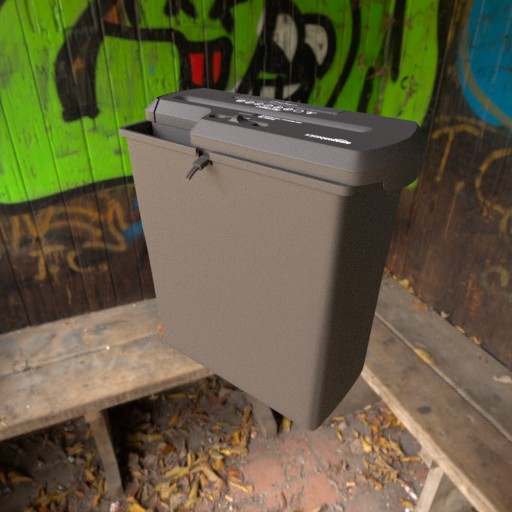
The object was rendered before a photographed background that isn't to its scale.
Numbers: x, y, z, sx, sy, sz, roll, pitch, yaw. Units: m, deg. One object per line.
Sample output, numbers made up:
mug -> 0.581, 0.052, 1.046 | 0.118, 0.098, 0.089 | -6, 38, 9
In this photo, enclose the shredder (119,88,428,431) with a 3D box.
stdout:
shredder -> 0.000, 0.000, 0.518 | 0.320, 0.335, 0.170 | 22, 37, 32
